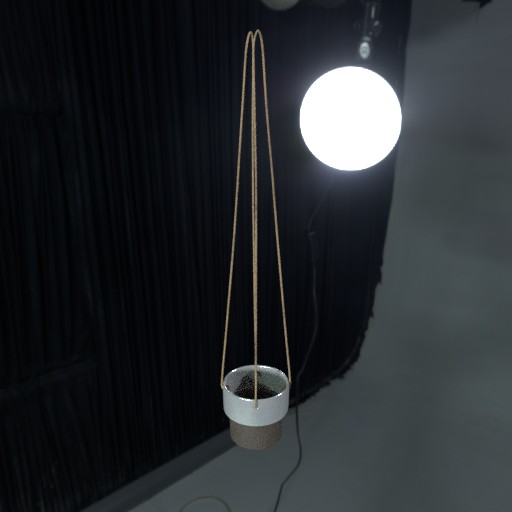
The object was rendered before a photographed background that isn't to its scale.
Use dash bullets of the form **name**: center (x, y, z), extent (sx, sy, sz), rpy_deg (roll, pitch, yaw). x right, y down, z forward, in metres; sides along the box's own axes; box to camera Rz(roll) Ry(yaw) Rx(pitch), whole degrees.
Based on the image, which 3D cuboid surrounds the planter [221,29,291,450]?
- **planter**: center (0.000, 0.000, 1.158), extent (0.187, 1.073, 0.187), rpy_deg (15, 21, 43)
